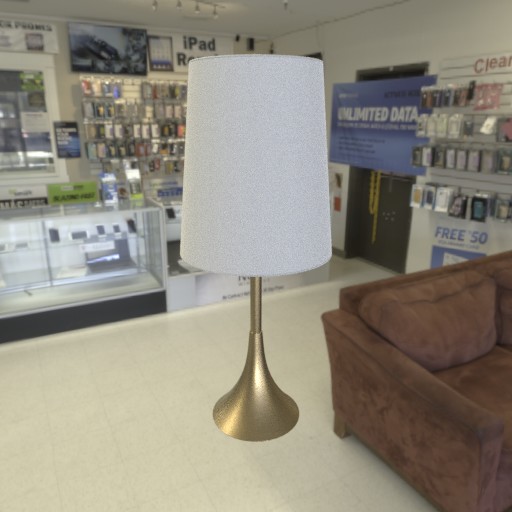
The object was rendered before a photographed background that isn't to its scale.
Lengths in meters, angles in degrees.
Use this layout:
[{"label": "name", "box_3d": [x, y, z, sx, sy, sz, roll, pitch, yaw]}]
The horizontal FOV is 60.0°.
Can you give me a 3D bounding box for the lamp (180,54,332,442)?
[{"label": "lamp", "box_3d": [0.000, 0.000, 0.685, 0.231, 0.569, 0.231, 0, 18, 0]}]
